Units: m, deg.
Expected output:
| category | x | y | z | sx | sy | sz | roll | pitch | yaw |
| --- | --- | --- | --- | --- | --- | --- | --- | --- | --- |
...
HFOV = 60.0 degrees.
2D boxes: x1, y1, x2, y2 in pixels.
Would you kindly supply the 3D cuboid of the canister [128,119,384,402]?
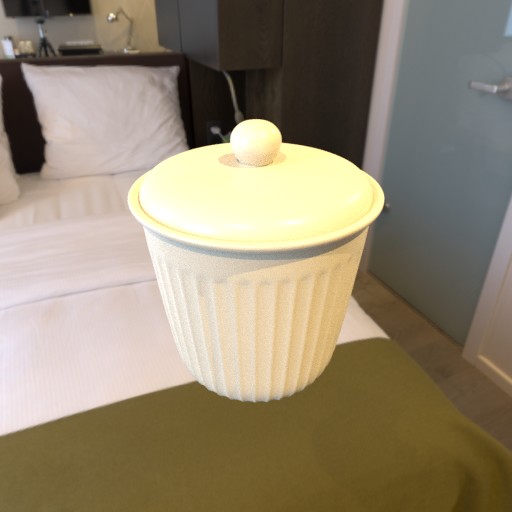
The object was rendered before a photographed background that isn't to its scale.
| category | x | y | z | sx | sy | sz | roll | pitch | yaw |
| --- | --- | --- | --- | --- | --- | --- | --- | --- | --- |
| canister | 0.000 | 0.000 | 0.351 | 0.181 | 0.211 | 0.181 | 0 | 30 | 0 |
